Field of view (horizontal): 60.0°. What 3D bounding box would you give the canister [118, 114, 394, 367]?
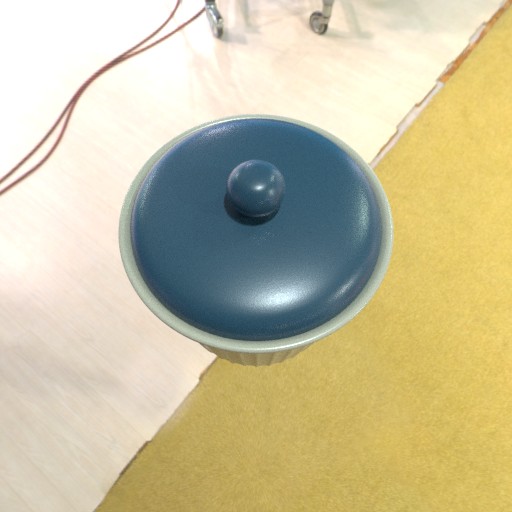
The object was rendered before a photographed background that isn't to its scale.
[{"bbox_3d":[0.000,0.000,0.346,0.181,0.211,0.181,0,64,0],"label":"canister"}]
